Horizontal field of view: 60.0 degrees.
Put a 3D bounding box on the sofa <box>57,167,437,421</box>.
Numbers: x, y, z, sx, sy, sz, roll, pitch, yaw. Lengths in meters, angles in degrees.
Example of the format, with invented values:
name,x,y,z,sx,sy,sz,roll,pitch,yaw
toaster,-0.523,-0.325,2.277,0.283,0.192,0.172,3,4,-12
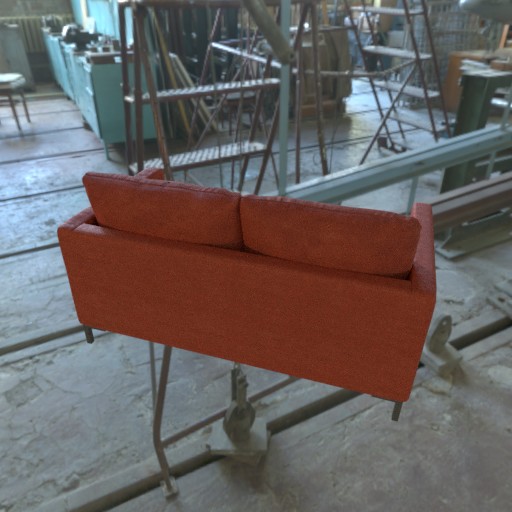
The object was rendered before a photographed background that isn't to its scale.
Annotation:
name,x,y,z,sx,sy,sz,roll,pitch,yaw
sofa,0.000,0.000,2.170,1.574,0.896,0.864,9,33,15
